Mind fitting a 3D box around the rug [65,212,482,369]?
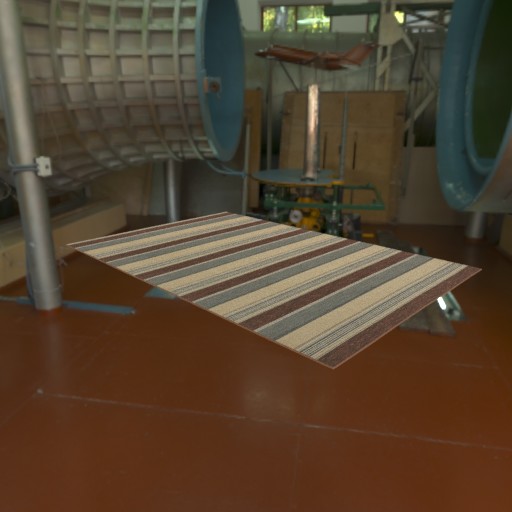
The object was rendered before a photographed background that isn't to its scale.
[{"bbox_3d":[0.000,0.000,2.313,1.829,0.008,1.219,17,24,42],"label":"rug"}]
